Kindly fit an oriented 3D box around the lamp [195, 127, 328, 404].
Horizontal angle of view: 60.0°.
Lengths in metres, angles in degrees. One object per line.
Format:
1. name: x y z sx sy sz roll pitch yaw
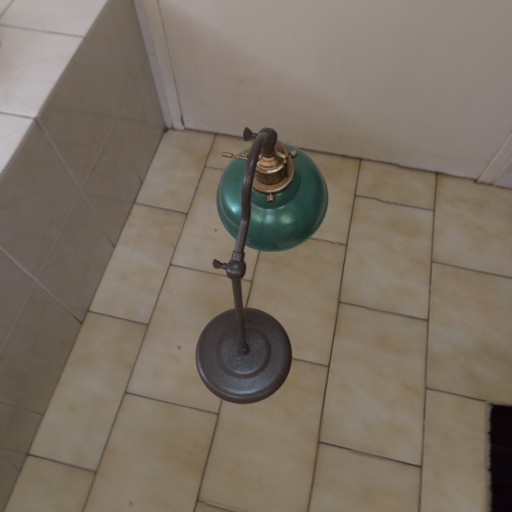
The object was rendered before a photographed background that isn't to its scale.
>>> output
1. lamp: 0.000 0.000 0.697 0.192 0.508 0.374 14 63 7
